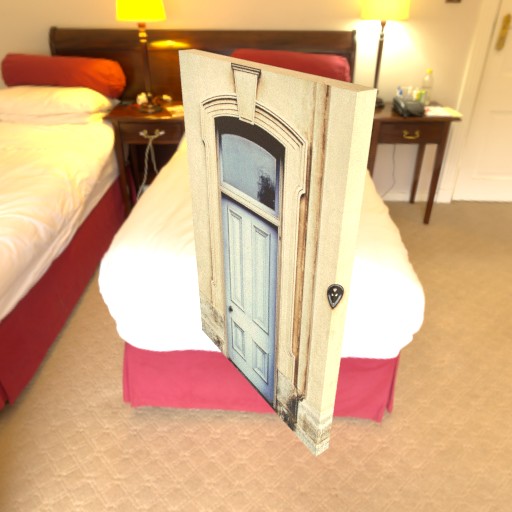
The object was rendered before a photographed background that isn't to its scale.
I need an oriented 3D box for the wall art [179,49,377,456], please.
[{"bbox_3d":[0.000,0.000,0.957,0.038,0.764,0.508,-20,37,-29],"label":"wall art"}]
